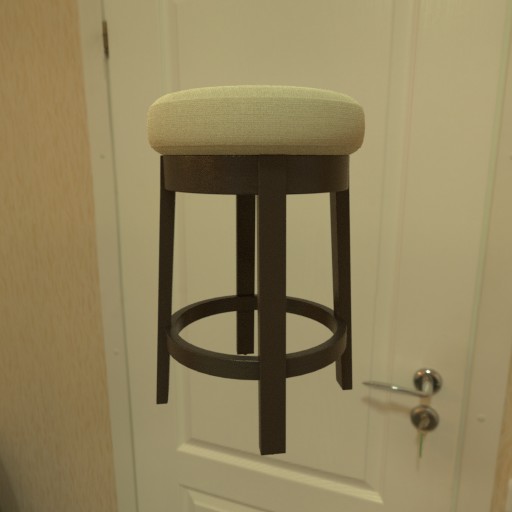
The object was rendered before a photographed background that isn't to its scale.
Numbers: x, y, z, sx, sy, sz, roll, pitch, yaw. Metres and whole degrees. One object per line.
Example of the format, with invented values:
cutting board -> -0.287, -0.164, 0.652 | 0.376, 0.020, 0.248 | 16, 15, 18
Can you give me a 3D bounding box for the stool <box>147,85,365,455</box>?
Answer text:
stool -> 0.000, 0.000, 0.956 | 0.449, 0.655, 0.449 | 0, 13, 0
